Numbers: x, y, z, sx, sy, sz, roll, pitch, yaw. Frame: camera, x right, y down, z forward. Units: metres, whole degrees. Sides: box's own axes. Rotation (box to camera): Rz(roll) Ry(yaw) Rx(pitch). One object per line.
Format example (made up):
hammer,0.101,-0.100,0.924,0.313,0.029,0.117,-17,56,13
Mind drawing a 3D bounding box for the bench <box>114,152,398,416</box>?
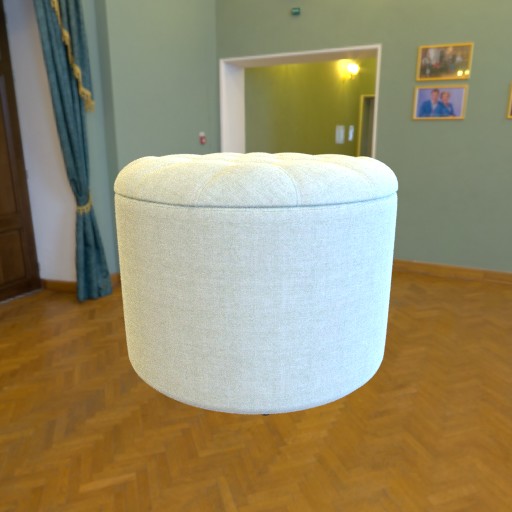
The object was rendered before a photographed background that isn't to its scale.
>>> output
bench,0.000,0.000,1.020,0.600,0.453,0.600,0,15,0
